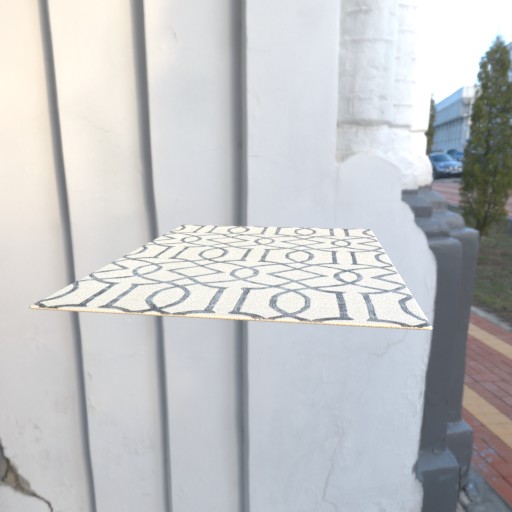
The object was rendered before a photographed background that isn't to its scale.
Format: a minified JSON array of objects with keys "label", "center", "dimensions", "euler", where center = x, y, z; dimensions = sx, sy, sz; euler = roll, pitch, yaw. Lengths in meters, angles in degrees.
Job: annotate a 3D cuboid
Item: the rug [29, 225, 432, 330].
[{"label":"rug","center":[0.000,0.000,3.774],"dimensions":[2.211,0.021,2.910],"euler":[2,13,8]}]
